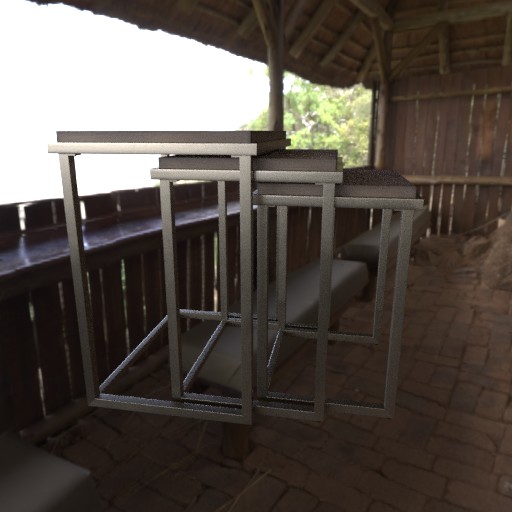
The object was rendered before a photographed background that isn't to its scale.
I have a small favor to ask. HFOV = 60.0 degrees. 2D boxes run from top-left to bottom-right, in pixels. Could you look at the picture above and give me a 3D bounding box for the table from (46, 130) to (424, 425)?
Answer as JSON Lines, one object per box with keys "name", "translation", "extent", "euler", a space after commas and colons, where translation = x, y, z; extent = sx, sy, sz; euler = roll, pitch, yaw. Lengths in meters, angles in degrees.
{"name": "table", "translation": [0.000, 0.000, 1.120], "extent": [0.706, 0.610, 0.559], "euler": [3, 16, 10]}
